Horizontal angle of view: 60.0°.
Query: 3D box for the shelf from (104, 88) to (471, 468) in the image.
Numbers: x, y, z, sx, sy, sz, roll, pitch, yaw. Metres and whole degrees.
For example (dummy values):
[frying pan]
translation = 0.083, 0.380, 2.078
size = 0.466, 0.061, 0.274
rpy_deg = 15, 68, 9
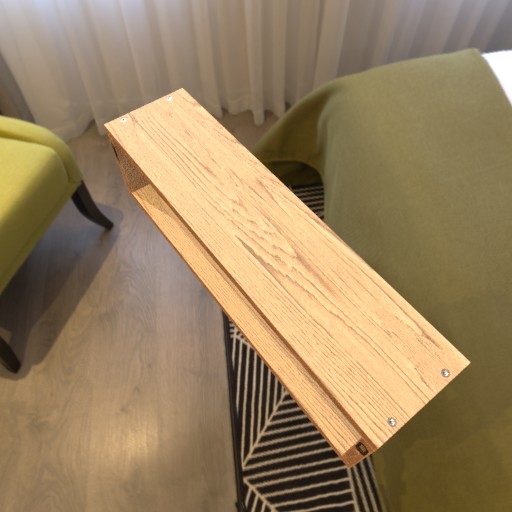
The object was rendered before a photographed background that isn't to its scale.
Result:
[shelf]
translation = 0.000, 0.000, 0.681
size = 0.150, 0.170, 0.610
rpy_deg = -33, 64, -19
